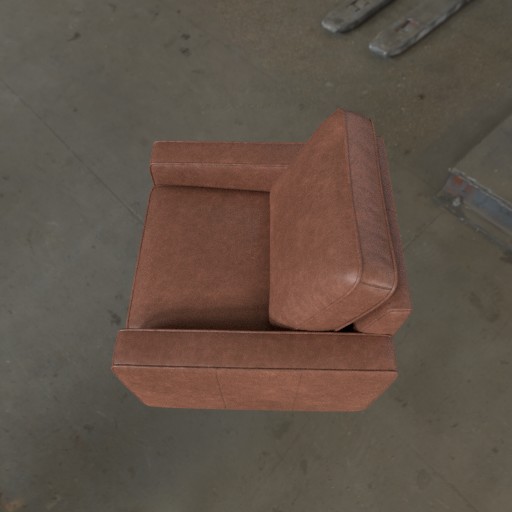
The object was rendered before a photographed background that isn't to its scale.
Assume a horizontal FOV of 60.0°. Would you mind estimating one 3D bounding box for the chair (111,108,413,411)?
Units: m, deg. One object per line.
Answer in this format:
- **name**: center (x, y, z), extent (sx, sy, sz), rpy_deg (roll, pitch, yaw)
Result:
- **chair**: center (0.000, 0.000, 1.739), extent (0.940, 0.919, 1.017), rpy_deg (1, 59, 1)
